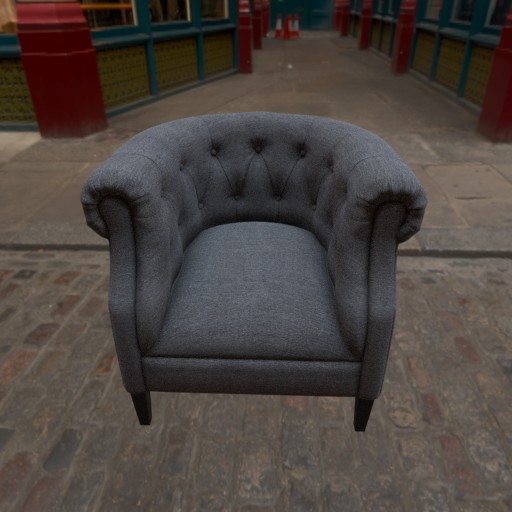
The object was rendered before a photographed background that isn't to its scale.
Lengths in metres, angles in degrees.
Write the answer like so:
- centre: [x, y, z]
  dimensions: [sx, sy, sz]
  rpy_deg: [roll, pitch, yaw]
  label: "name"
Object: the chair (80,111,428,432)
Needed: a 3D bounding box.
- centre: [0.000, 0.000, 1.543]
  dimensions: [0.905, 0.827, 0.852]
  rpy_deg: [1, 31, 2]
  label: "chair"
